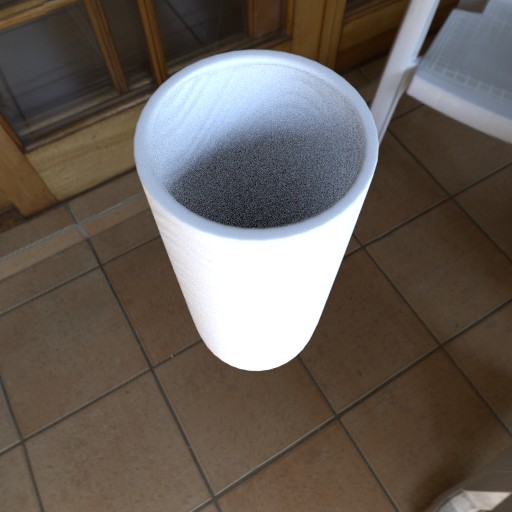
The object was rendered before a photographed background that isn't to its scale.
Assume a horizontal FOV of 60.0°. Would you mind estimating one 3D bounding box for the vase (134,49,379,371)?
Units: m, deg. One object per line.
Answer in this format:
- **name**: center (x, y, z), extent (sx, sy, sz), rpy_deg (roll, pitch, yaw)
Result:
- **vase**: center (0.000, 0.000, 0.391), extent (0.143, 0.316, 0.143), rpy_deg (0, 64, 0)
